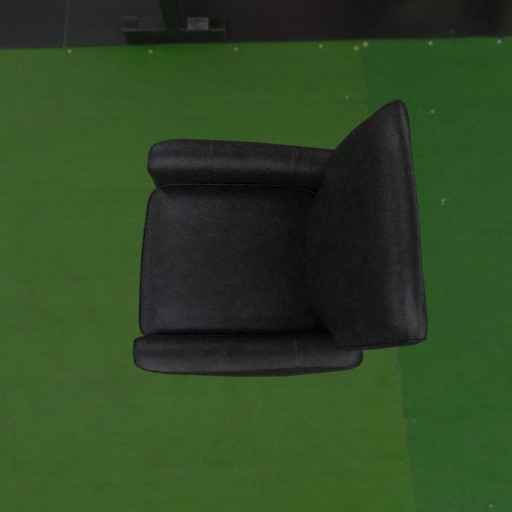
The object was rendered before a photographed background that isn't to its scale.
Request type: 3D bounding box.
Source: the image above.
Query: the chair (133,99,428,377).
[{"bbox_3d":[0.000,0.000,1.608,0.864,1.014,0.848,0,75,0],"label":"chair"}]
